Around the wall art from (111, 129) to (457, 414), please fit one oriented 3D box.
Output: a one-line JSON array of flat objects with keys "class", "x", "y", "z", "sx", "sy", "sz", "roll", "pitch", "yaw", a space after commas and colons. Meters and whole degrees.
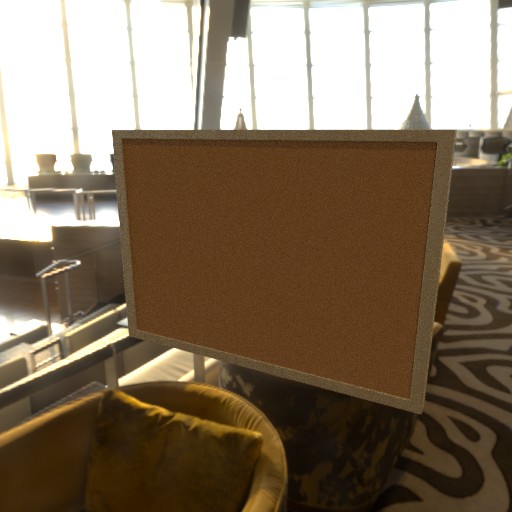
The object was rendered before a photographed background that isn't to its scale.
[{"class": "wall art", "x": 0.000, "y": 0.000, "z": 0.693, "sx": 0.532, "sy": 0.380, "sz": 0.032, "roll": 8, "pitch": 18, "yaw": 26}]
